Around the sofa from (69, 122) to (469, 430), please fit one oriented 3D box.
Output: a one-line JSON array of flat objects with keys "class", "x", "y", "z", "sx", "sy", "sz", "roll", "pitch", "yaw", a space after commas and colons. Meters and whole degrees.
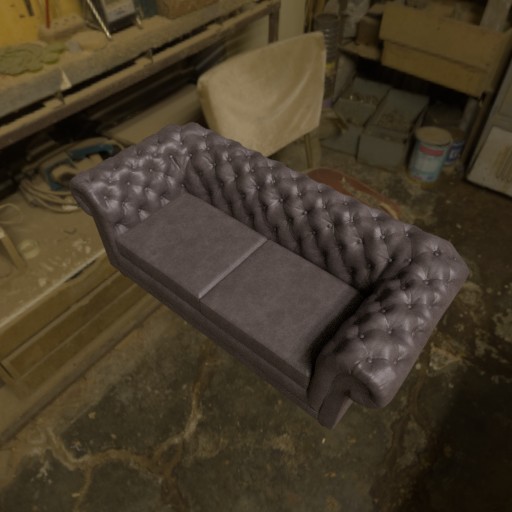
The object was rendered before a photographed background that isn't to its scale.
[{"class": "sofa", "x": 0.000, "y": 0.000, "z": 2.545, "sx": 2.048, "sy": 0.779, "sz": 0.944, "roll": 31, "pitch": 55, "yaw": 26}]
